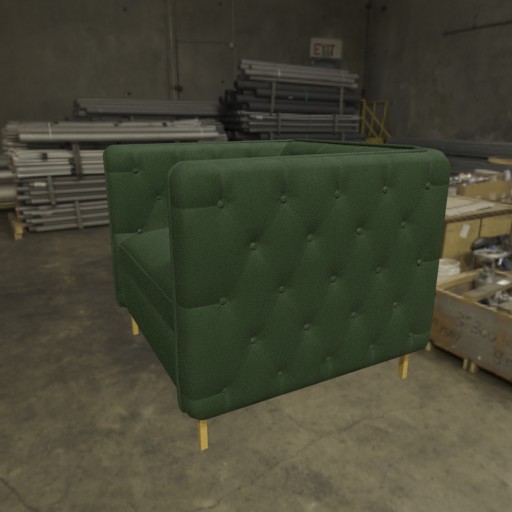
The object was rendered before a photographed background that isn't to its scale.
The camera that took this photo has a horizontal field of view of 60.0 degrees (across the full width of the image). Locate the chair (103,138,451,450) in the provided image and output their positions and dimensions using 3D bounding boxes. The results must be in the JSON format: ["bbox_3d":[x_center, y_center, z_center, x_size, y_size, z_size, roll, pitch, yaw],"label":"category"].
[{"bbox_3d":[0.000,0.000,1.564,0.855,0.768,0.917,-9,19,-27],"label":"chair"}]
